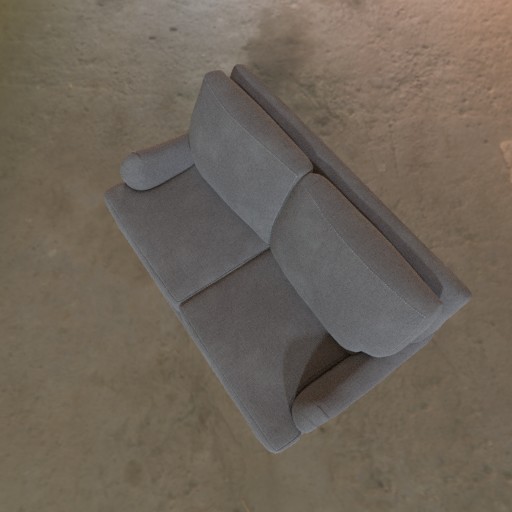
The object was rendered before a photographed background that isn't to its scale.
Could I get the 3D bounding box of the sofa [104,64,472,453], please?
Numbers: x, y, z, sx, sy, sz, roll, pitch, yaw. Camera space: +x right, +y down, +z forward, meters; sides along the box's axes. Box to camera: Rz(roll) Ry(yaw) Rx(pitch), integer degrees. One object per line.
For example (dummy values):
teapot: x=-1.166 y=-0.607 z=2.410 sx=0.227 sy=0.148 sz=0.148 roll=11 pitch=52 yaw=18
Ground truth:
sofa: x=0.000 y=0.000 z=2.513 sx=1.084 sy=1.101 sz=1.853 roll=-32 pitch=68 yaw=-15
